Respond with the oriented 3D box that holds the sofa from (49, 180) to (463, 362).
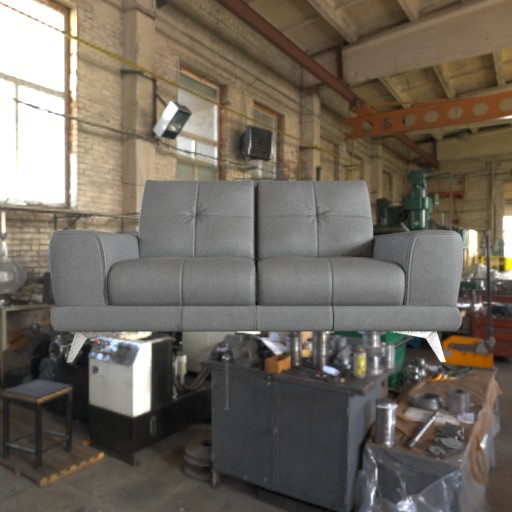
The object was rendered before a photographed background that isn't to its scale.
[{"bbox_3d":[0.000,0.000,2.365,1.806,0.907,1.018,0,1,0],"label":"sofa"}]
